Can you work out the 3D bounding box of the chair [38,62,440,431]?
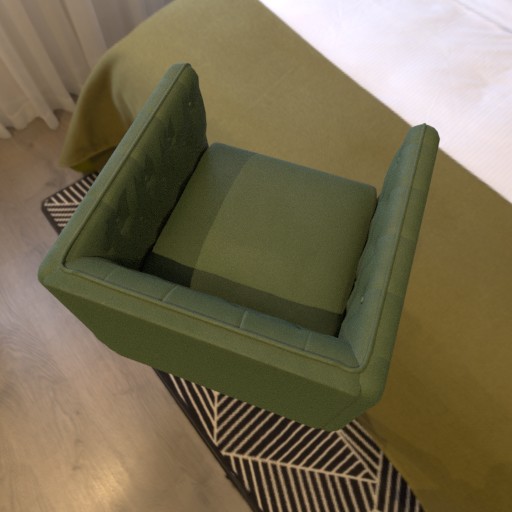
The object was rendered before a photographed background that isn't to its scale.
[{"bbox_3d":[0.000,0.000,1.510,0.917,0.768,0.855,18,64,9],"label":"chair"}]
